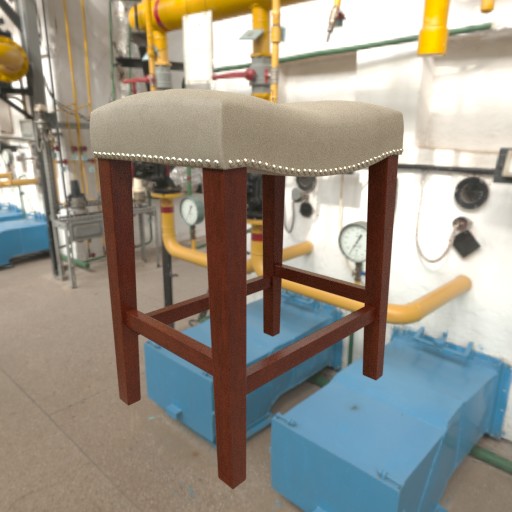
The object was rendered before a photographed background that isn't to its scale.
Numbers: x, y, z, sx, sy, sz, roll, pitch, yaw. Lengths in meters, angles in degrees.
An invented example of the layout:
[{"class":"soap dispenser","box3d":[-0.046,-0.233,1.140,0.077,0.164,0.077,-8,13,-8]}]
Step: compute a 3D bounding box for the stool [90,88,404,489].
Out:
[{"class":"stool","box3d":[0.000,0.000,0.932,0.375,0.632,0.509,15,22,42]}]
